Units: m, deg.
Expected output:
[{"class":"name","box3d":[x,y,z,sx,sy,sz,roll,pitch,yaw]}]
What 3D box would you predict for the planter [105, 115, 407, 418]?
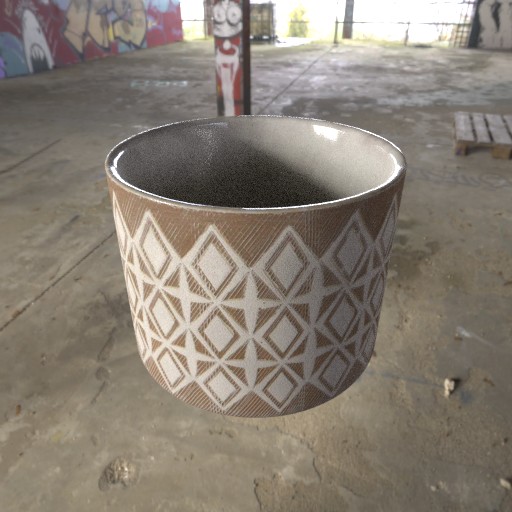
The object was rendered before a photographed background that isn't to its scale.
[{"class":"planter","box3d":[0.000,0.000,0.337,0.193,0.165,0.193,0,31,0]}]
